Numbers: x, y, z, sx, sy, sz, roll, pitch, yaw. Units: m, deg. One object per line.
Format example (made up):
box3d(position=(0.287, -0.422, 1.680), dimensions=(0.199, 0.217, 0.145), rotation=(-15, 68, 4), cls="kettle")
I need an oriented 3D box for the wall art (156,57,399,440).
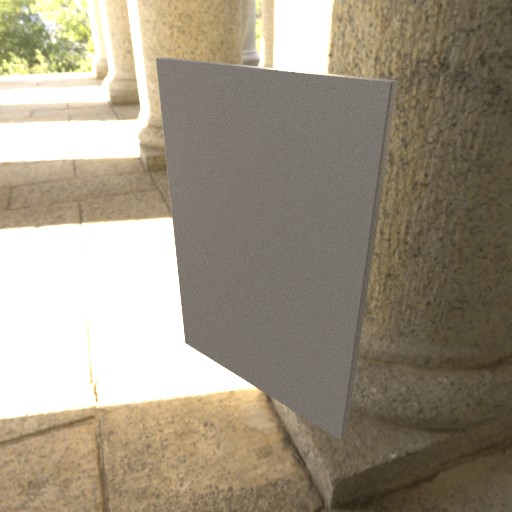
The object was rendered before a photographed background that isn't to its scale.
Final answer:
box3d(position=(0.000, 0.000, 1.032), dimensions=(0.556, 0.813, 0.026), rotation=(22, 36, 34), cls="wall art")
